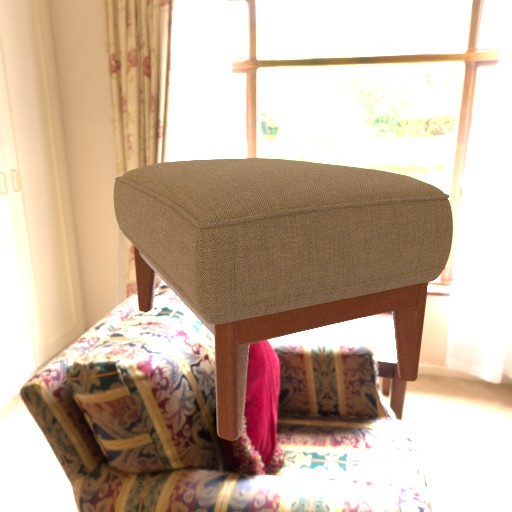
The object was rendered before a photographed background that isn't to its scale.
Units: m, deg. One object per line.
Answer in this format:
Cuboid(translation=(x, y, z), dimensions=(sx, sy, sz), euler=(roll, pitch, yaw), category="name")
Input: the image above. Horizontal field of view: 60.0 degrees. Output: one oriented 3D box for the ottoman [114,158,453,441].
Cuboid(translation=(0.000, 0.000, 1.102), dimensions=(0.555, 0.458, 0.750), euler=(-8, 18, -26), category="ottoman")
